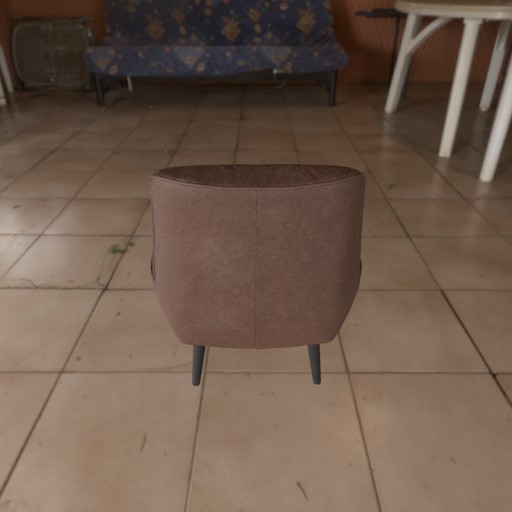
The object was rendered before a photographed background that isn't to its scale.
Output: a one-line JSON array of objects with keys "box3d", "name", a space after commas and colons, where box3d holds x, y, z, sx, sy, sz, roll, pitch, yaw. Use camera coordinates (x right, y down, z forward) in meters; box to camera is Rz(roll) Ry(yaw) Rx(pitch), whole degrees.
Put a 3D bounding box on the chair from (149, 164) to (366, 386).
[{"box3d": [0.000, 0.000, 1.545, 0.787, 0.888, 0.824, 0, 31, -1], "name": "chair"}]
